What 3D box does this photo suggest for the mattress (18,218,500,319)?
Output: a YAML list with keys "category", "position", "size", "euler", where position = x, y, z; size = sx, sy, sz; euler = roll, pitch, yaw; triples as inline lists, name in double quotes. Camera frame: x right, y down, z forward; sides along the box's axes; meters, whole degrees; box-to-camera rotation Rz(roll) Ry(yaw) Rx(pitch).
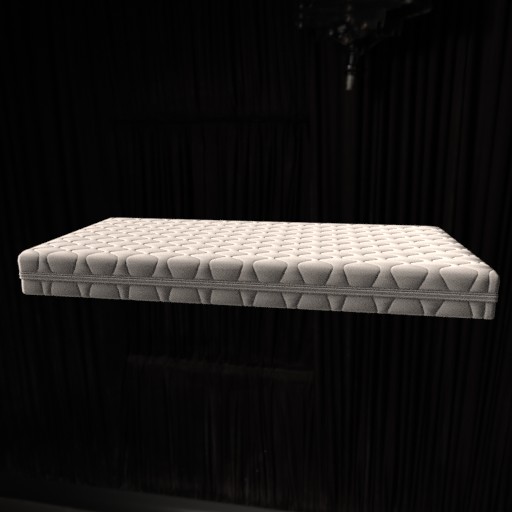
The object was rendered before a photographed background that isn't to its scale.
- category: "mattress"
  position: [0.000, 0.000, 2.251]
  size: [2.000, 0.200, 0.900]
  euler: [2, 15, 8]
